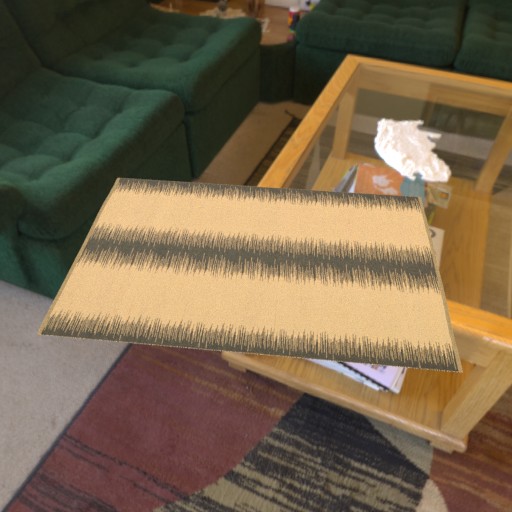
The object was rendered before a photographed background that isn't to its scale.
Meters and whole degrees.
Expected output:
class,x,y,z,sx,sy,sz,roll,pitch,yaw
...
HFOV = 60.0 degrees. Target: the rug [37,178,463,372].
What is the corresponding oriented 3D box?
class,x,y,z,sx,sy,sz,roll,pitch,yaw
rug,0.000,0.000,3.039,2.453,0.003,1.519,4,47,4
